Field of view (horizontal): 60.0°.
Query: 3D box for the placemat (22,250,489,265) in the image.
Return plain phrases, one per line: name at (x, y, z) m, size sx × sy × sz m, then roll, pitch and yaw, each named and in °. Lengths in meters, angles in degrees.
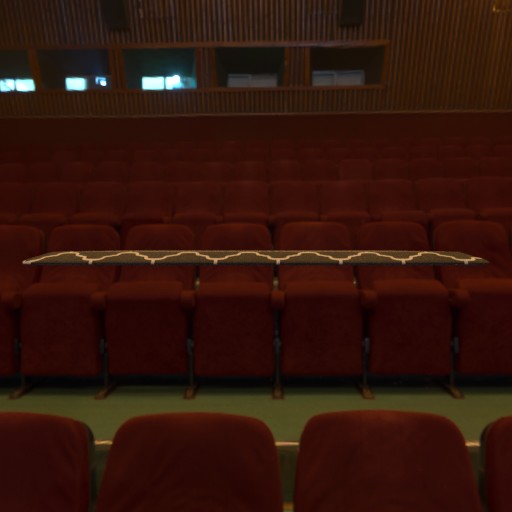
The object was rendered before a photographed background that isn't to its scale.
placemat at (0.000, 0.000, 0.947) m, size 0.762 × 0.021 × 0.508 m, roll 0°, pitch 1°, yaw 1°
